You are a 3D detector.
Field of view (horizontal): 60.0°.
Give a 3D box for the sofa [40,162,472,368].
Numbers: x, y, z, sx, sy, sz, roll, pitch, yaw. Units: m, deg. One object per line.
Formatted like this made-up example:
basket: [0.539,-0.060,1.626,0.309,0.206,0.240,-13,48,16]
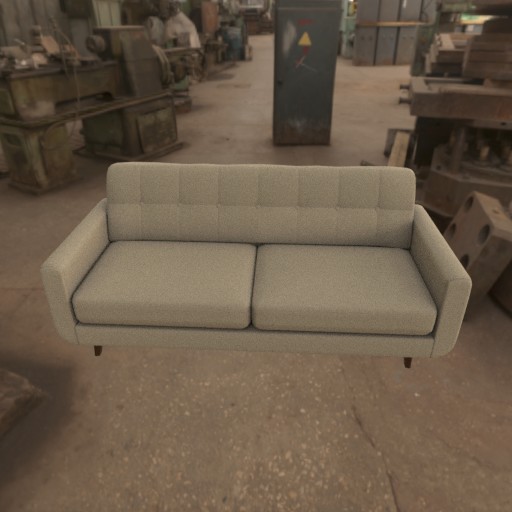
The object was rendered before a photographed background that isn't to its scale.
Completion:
sofa: [0.000,0.000,2.649,2.137,0.892,0.980,2,30,3]
